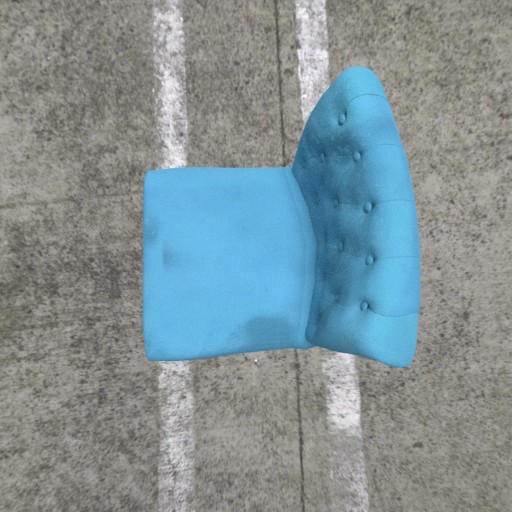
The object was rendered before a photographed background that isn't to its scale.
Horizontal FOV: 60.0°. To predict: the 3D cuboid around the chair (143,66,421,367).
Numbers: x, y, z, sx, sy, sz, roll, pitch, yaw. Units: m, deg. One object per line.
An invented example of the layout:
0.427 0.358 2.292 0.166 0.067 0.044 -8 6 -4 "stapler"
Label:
0.000 0.000 1.159 0.605 0.750 0.582 -3 77 -1 "chair"
